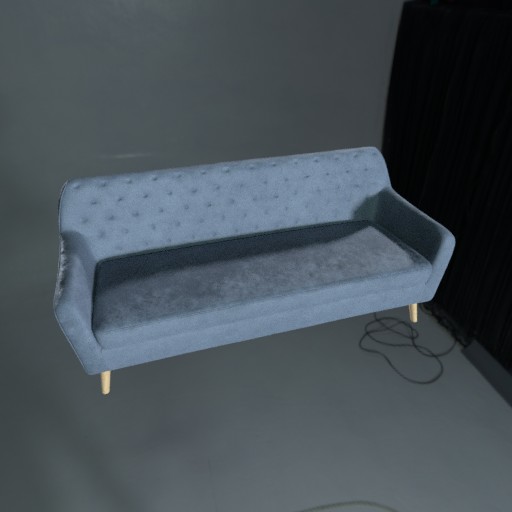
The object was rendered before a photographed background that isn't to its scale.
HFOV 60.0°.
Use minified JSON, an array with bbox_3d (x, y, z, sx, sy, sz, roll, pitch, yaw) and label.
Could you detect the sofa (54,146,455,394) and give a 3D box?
[{"bbox_3d":[0.000,0.000,2.422,1.975,0.832,0.841,-10,33,-15],"label":"sofa"}]
